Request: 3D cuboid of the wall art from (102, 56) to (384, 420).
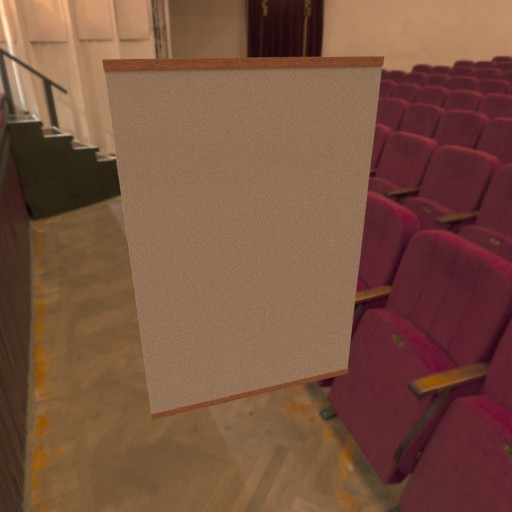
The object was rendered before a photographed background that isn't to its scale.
[{"bbox_3d":[0.000,0.000,1.865,1.019,1.527,0.019,-8,27,-16],"label":"wall art"}]
